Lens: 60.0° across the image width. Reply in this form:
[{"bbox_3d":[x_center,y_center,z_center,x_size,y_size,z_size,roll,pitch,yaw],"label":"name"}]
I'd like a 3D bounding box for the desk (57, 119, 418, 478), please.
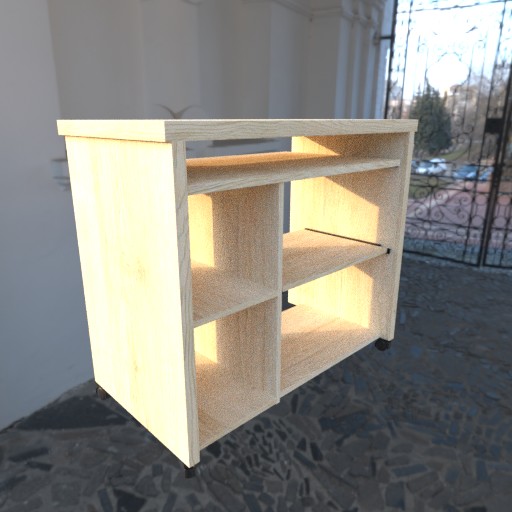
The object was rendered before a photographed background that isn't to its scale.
[{"bbox_3d":[0.000,0.000,1.310,0.885,0.770,0.480,-16,23,-41],"label":"desk"}]
